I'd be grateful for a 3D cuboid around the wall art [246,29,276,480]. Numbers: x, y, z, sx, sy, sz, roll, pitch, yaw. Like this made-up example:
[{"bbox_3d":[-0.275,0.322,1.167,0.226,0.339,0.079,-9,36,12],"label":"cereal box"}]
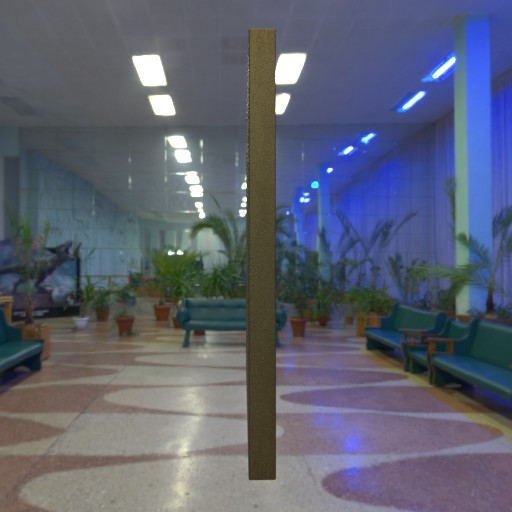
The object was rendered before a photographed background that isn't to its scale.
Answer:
[{"bbox_3d":[0.000,0.000,0.747,0.031,0.506,0.503,0,-1,-2],"label":"wall art"}]
